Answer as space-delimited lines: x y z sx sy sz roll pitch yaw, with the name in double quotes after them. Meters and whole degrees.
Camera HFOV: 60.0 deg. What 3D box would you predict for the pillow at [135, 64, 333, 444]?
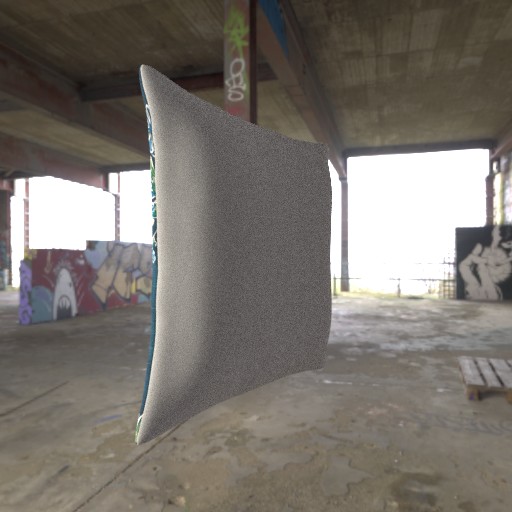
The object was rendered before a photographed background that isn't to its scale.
0.000 0.000 0.798 0.166 0.508 0.525 0 0 37 "pillow"
